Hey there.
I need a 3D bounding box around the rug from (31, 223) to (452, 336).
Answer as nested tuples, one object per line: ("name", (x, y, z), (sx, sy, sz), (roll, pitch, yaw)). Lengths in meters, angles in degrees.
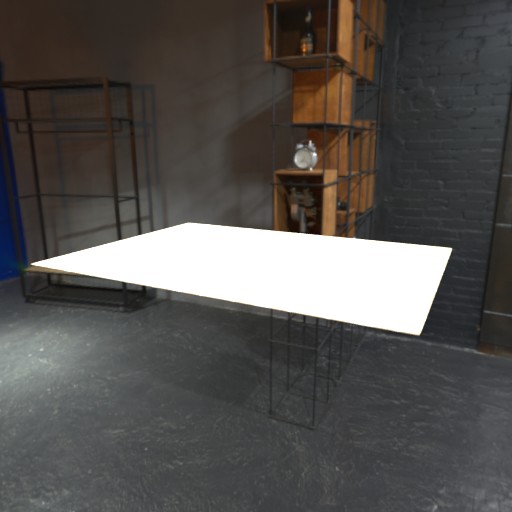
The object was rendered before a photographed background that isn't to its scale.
("rug", (0.000, 0.000, 4.319), (3.353, 0.010, 2.438), (7, 16, 26))
